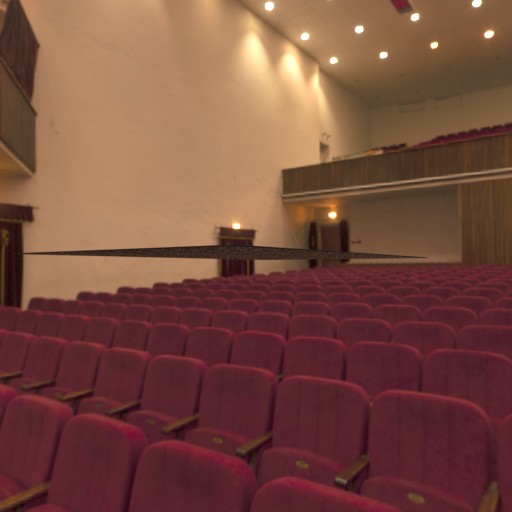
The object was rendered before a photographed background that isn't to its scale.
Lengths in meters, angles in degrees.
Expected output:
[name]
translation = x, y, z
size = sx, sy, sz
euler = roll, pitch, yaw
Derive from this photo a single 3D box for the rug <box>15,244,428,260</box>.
[rug]
translation = 0.000, 0.000, 2.255
size = 1.200, 0.005, 1.819
euler = -1, -2, 36
